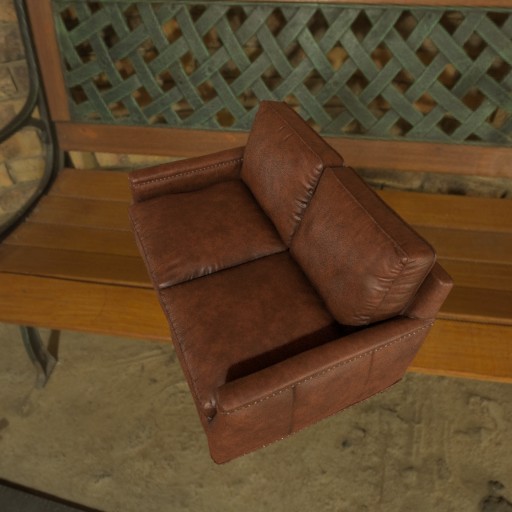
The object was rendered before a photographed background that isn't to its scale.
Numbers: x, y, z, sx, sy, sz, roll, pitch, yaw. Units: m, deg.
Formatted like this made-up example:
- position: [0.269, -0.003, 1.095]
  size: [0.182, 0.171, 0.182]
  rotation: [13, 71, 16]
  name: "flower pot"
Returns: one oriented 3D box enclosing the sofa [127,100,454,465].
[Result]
- position: [0.000, 0.000, 2.321]
  size: [1.083, 1.003, 1.628]
  rotation: [-18, 49, -16]
  name: "sofa"
